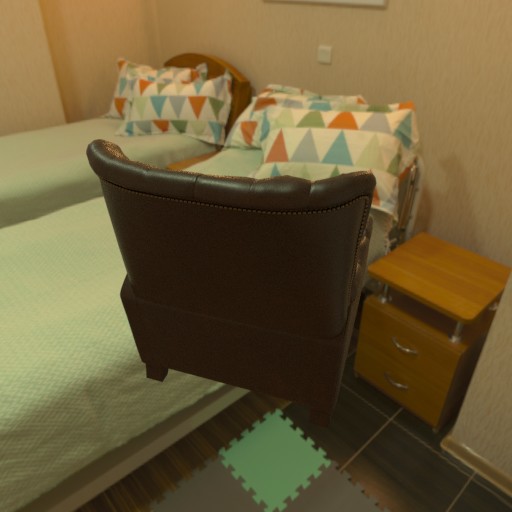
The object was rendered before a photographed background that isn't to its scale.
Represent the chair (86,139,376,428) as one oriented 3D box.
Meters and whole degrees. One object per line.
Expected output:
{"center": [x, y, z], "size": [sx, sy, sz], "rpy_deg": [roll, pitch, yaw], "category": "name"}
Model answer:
{"center": [0.000, 0.000, 1.454], "size": [0.709, 0.864, 0.823], "rpy_deg": [10, 34, 16], "category": "chair"}
